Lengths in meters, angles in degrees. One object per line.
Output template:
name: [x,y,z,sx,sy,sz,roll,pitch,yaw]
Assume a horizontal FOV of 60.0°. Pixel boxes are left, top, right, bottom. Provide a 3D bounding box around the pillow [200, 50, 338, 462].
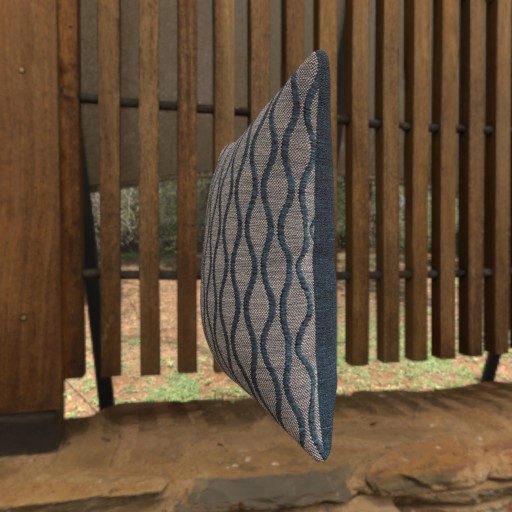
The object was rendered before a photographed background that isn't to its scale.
pillow: [0.000,0.000,0.665,0.159,0.435,0.435,0,0,-18]
